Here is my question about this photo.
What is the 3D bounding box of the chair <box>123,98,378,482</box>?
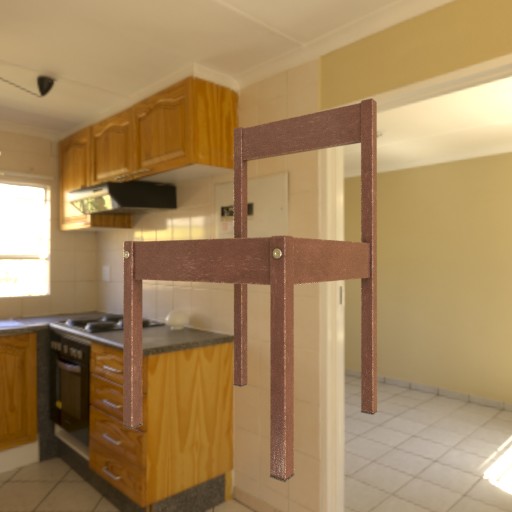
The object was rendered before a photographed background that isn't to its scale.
[{"bbox_3d":[0.000,0.000,0.690,0.285,0.505,0.285,0,0,36],"label":"chair"}]
